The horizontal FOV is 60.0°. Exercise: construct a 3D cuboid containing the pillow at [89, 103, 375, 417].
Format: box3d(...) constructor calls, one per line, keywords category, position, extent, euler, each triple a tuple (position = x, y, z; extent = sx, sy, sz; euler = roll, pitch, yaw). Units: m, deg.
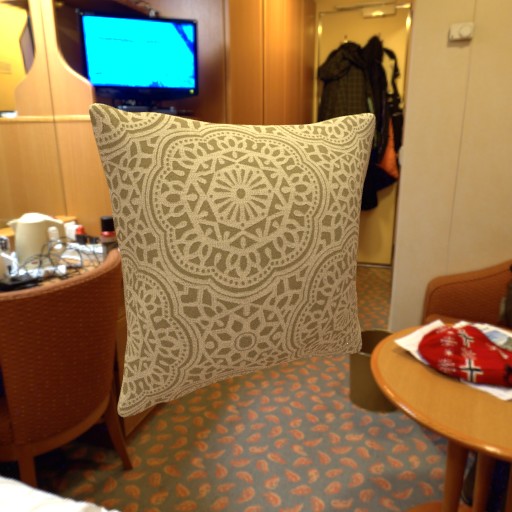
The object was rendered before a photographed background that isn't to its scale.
box3d(category="pillow", position=(0.000, 0.000, 0.664), extent=(0.438, 0.421, 0.167), euler=(-8, 18, -27))
